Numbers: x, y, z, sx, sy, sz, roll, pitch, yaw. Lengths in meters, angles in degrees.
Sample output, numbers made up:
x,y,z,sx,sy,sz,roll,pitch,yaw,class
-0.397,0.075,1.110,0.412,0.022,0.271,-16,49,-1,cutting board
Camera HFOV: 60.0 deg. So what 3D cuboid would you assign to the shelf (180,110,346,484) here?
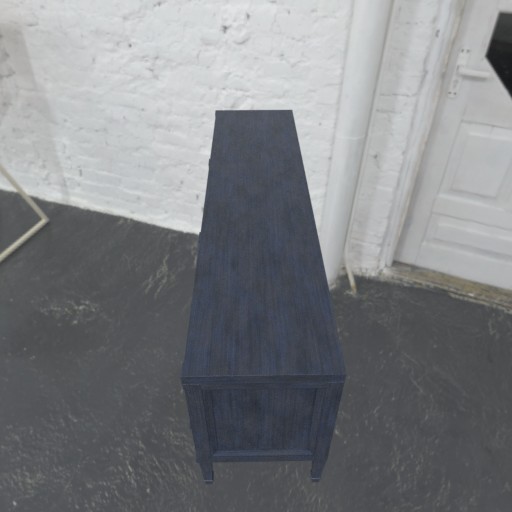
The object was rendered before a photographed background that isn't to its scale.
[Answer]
x,y,z,sx,sy,sz,roll,pitch,yaw,class
0.000,0.000,2.180,0.471,0.715,1.878,-1,40,-1,shelf
